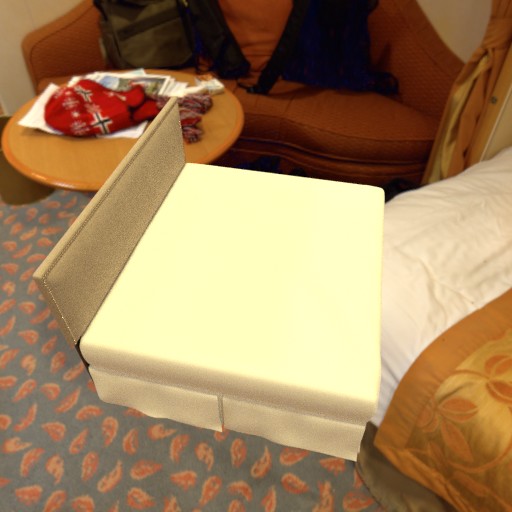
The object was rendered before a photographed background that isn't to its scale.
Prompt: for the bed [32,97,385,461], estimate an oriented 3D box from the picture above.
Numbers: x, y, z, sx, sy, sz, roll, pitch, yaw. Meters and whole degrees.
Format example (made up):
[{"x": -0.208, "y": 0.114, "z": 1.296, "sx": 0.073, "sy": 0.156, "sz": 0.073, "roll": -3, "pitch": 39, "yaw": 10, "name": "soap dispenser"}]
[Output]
[{"x": 0.000, "y": 0.000, "z": 3.326, "sx": 1.914, "sy": 1.346, "sz": 2.170, "roll": 9, "pitch": 46, "yaw": 9, "name": "bed"}]
